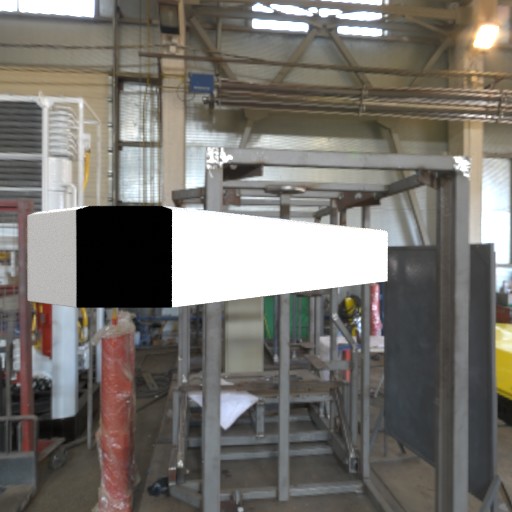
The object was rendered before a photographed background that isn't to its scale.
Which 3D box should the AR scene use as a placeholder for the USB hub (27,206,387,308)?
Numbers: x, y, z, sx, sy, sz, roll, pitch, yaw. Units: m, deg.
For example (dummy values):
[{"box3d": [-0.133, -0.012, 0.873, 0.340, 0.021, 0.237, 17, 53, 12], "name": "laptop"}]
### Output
[{"box3d": [0.000, 0.000, 0.160, 0.044, 0.023, 0.145, 0, 0, 38], "name": "USB hub"}]
